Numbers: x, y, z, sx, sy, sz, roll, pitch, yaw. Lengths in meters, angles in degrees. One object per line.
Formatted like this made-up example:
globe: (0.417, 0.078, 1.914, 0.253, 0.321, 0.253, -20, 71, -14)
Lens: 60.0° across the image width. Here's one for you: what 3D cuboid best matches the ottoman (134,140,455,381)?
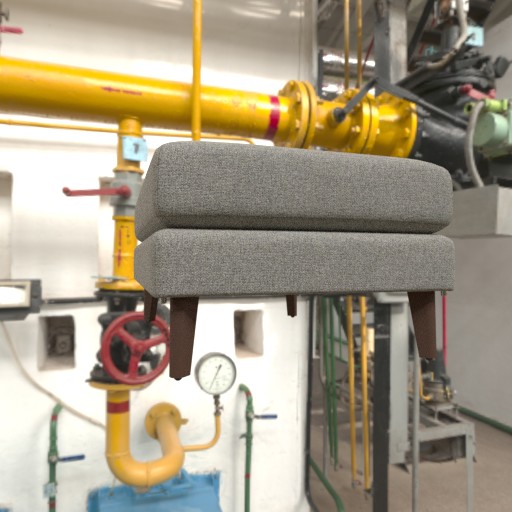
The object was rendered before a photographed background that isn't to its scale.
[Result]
ottoman: (0.000, 0.000, 1.197, 0.611, 0.441, 0.821, 0, -1, -17)
